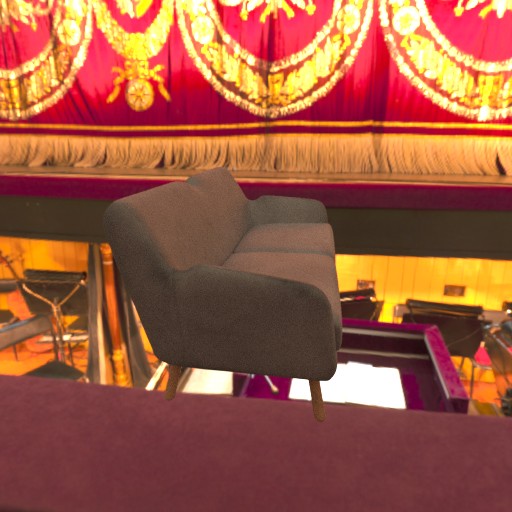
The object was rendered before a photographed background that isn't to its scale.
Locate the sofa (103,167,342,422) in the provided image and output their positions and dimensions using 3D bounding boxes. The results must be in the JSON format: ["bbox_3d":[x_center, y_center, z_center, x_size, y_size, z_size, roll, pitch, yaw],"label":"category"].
[{"bbox_3d":[0.000,0.000,2.352,0.850,0.810,1.870,2,16,8],"label":"sofa"}]
